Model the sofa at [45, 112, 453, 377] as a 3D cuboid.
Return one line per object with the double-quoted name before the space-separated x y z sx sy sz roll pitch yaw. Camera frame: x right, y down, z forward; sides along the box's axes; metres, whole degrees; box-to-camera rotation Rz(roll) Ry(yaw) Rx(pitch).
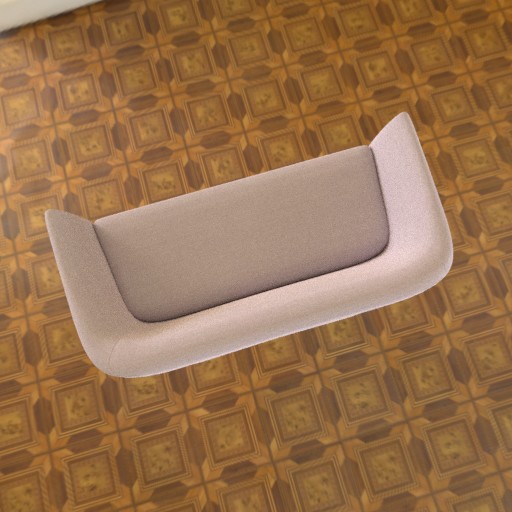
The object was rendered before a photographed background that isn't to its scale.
"sofa" 0.000 0.000 1.835 1.452 0.721 0.705 -16 78 -4
